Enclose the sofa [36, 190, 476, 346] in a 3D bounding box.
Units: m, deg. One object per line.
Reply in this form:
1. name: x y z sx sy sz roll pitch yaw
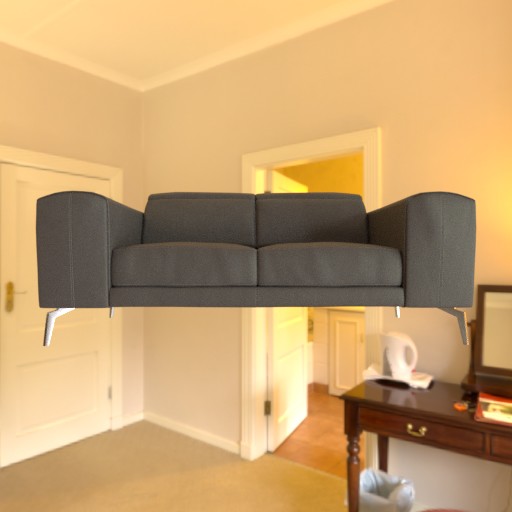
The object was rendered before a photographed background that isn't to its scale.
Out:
1. sofa: 0.000 0.000 2.356 1.895 0.779 1.003 0 0 -1
